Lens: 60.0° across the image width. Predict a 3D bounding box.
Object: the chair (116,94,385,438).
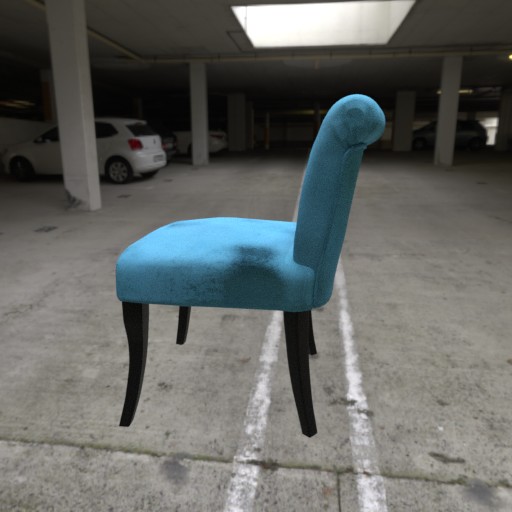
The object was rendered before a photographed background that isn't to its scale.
[{"bbox_3d":[0.000,0.000,1.178,0.605,0.750,0.582,2,13,7],"label":"chair"}]
